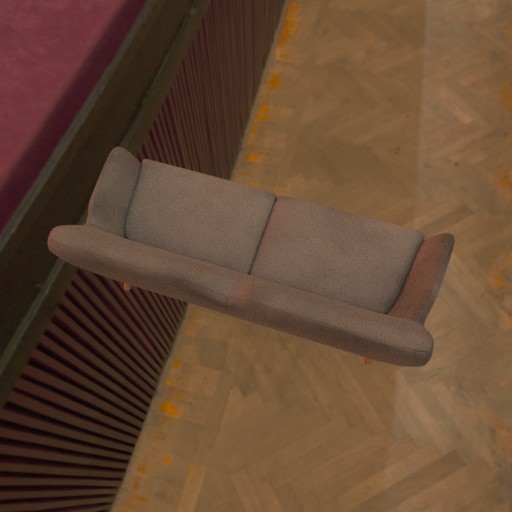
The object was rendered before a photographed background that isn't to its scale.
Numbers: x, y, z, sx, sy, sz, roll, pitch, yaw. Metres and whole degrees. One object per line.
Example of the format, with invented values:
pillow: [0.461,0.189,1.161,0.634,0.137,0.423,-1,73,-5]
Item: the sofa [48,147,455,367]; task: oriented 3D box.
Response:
sofa: [0.000,0.000,2.325,1.870,0.810,0.850,16,64,8]
